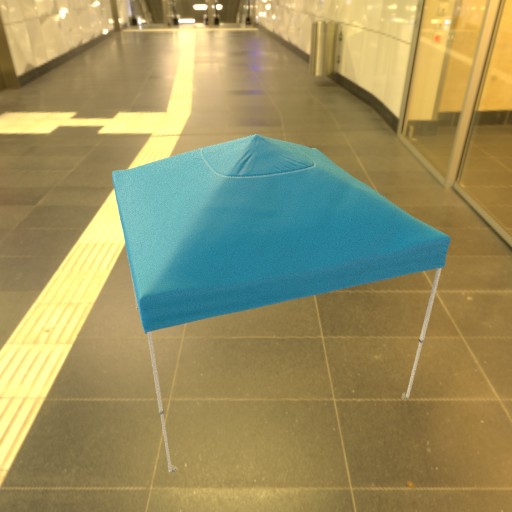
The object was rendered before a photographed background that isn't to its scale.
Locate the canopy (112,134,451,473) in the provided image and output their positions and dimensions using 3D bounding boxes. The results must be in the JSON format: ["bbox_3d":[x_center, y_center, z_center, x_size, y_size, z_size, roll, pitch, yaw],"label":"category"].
[{"bbox_3d":[0.000,0.000,5.448,2.996,2.997,2.998,-10,33,-17],"label":"canopy"}]
